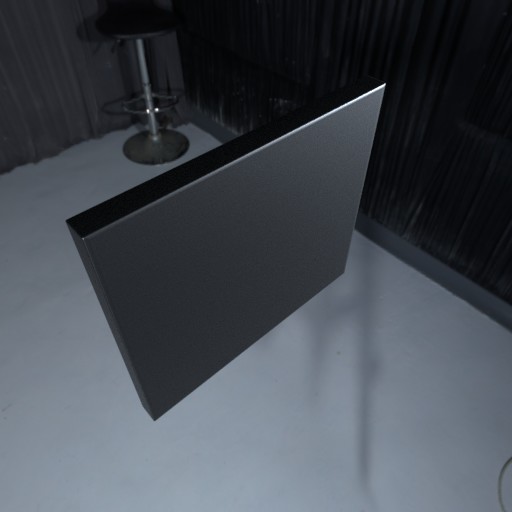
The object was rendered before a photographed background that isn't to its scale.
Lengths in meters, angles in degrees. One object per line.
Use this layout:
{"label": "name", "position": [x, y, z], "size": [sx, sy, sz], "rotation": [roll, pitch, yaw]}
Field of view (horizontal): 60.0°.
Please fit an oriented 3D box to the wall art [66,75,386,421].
{"label": "wall art", "position": [0.000, 0.000, 0.548], "size": [0.380, 0.330, 0.028], "rotation": [-34, 55, -28]}
